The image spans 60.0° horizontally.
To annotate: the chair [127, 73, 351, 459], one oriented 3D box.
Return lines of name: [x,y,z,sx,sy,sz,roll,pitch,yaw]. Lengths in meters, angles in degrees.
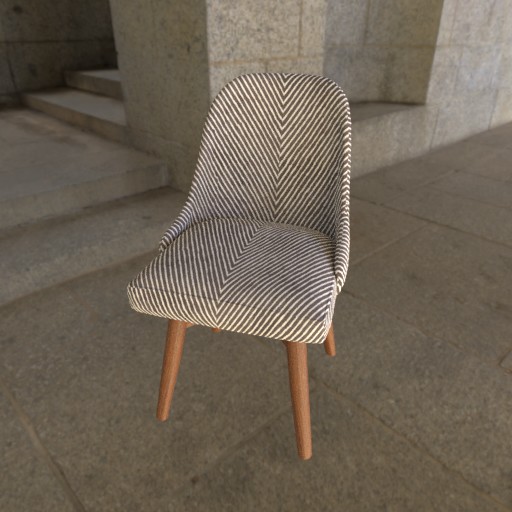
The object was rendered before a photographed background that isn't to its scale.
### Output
chair: [0.000,0.000,1.231,0.504,0.883,0.591,9,30,15]
